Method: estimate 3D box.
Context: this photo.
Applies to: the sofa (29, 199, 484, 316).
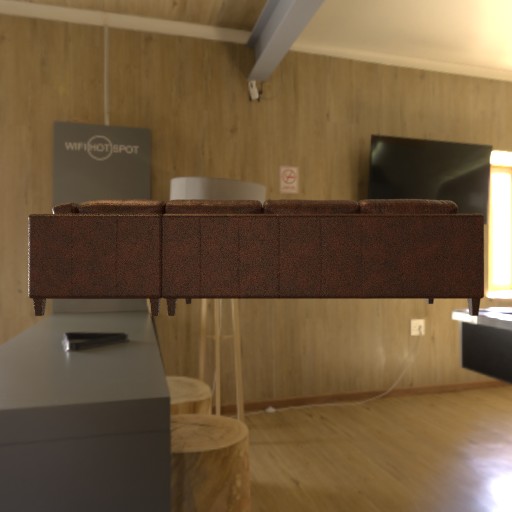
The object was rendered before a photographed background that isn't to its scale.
[{"bbox_3d":[0.000,0.000,4.251,3.152,0.836,2.438,0,0,0],"label":"sofa"}]
